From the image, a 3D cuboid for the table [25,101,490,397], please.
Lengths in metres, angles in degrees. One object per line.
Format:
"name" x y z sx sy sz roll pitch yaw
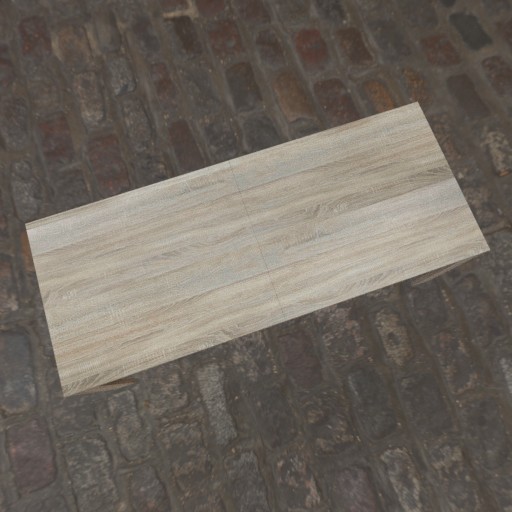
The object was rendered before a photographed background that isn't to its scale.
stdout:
"table" 0.000 0.000 2.643 2.200 0.790 0.900 -18 76 -5
